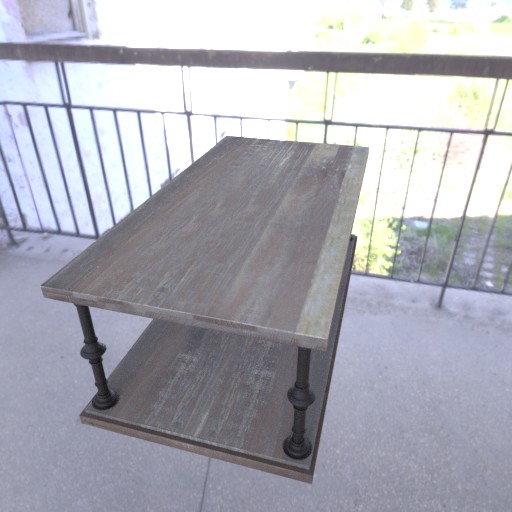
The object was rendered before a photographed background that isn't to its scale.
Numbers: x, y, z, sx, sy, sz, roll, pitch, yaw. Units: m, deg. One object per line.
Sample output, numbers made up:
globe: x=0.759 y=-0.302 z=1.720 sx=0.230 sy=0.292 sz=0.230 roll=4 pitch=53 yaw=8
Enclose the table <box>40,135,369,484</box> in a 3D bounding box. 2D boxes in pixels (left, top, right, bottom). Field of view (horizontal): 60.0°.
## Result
table: x=0.000 y=0.000 z=1.340 sx=0.554 sy=0.399 sz=1.088 roll=8 pitch=32 yaw=14
